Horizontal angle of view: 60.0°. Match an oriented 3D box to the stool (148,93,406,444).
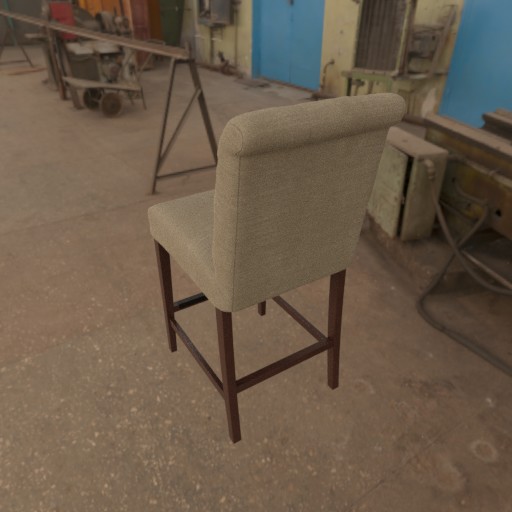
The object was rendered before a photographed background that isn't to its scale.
[{"bbox_3d":[0.000,0.000,1.452,0.486,1.084,0.660,-18,36,-27],"label":"stool"}]
